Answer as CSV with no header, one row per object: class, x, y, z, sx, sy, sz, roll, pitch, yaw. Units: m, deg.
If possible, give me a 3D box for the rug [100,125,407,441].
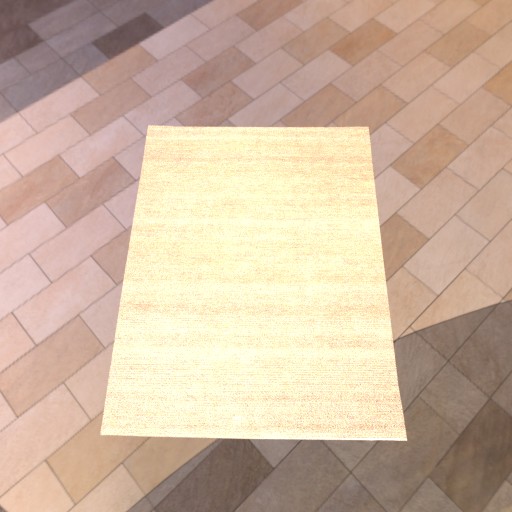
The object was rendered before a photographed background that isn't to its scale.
rug,0.000,0.000,4.245,2.467,0.046,3.245,1,64,0
